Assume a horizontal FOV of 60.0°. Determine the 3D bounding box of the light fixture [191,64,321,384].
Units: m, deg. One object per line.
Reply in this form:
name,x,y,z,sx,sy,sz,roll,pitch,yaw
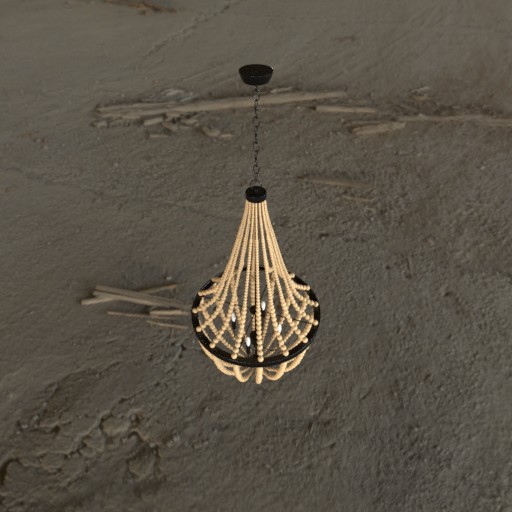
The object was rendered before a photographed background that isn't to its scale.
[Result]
light fixture,0.000,0.000,1.381,0.450,1.133,0.450,0,42,0
